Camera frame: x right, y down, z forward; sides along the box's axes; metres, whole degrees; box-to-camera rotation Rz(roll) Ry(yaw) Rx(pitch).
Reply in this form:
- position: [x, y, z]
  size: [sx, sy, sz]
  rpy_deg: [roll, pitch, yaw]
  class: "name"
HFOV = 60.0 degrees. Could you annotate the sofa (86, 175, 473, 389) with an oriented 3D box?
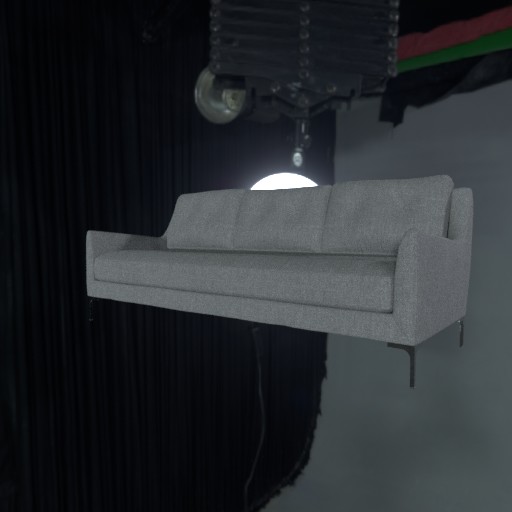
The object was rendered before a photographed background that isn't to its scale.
- position: [0.000, 0.000, 2.464]
  size: [2.060, 0.837, 0.849]
  rpy_deg: [2, 4, 37]
  class: "sofa"
